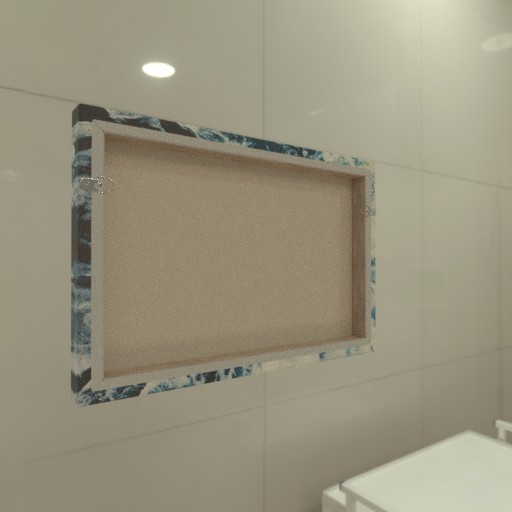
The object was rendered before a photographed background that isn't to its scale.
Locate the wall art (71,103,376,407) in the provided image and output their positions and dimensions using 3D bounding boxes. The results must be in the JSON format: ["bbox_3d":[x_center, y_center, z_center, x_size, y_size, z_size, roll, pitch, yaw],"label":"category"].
[{"bbox_3d":[0.000,0.000,0.782,0.609,0.407,0.043,0,-1,-36],"label":"wall art"}]
